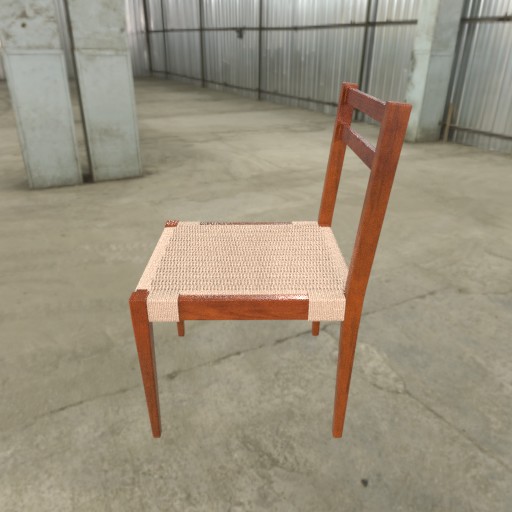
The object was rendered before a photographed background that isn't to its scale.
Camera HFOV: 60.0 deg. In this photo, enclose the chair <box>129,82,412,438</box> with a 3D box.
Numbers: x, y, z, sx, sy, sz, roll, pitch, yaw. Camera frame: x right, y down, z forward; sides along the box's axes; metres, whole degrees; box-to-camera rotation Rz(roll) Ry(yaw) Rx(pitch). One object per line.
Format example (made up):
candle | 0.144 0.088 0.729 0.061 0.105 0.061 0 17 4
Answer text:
chair | 0.000 0.000 1.210 0.569 0.851 0.495 0 26 0
